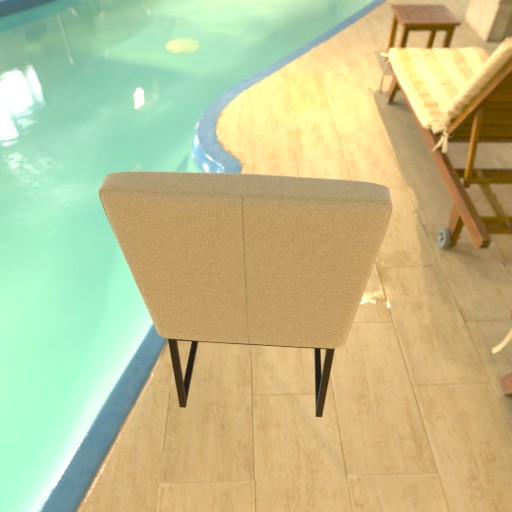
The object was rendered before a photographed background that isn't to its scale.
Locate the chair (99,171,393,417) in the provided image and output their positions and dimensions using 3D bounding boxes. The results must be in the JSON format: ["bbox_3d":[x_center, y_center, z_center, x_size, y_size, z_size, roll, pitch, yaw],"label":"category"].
[{"bbox_3d":[0.000,0.000,1.280,0.520,0.930,0.634,3,46,3],"label":"chair"}]
